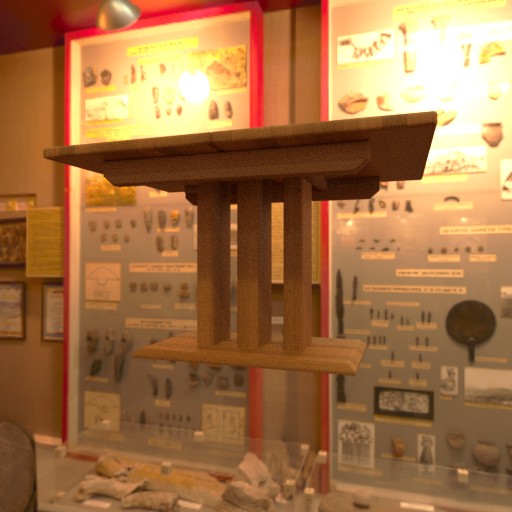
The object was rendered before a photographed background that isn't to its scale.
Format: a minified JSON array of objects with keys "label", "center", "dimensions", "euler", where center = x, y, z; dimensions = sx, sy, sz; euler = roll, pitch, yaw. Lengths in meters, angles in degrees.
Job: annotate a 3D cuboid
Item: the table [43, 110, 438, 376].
[{"label":"table","center":[0.000,0.000,1.793],"dimensions":[1.300,0.770,0.900],"euler":[0,0,18]}]
